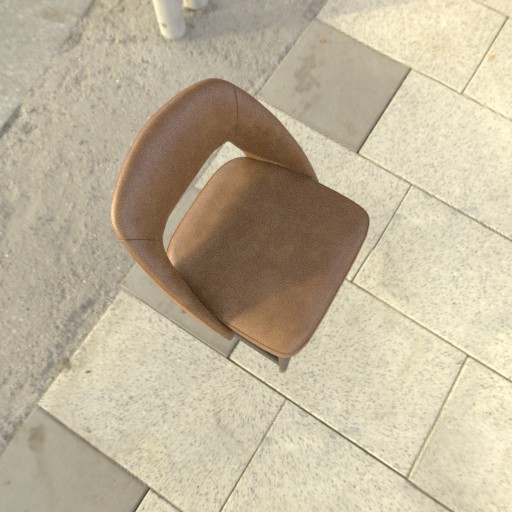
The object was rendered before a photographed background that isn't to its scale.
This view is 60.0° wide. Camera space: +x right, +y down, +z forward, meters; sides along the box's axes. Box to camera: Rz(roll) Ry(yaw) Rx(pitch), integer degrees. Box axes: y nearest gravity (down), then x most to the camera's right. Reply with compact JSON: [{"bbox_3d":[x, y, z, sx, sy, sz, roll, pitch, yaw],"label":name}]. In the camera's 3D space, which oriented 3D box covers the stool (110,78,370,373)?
[{"bbox_3d":[0.000,0.000,1.266,0.509,0.940,0.494,30,77,8],"label":"stool"}]
